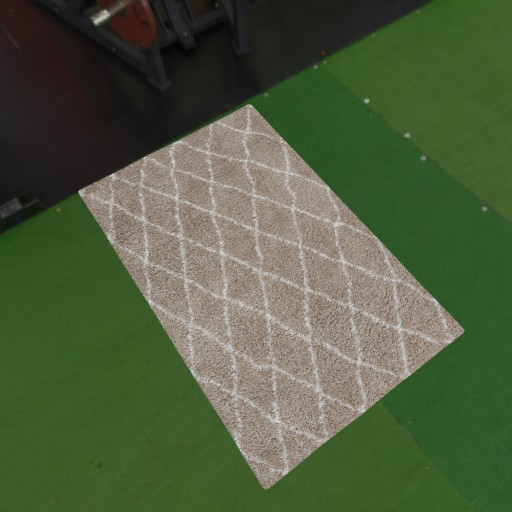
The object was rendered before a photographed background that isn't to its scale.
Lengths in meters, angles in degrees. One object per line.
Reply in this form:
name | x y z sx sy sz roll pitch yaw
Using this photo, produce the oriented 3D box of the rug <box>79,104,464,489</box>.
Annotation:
rug | 0.000 0.000 3.486 1.778 0.030 2.743 -32 67 -15
